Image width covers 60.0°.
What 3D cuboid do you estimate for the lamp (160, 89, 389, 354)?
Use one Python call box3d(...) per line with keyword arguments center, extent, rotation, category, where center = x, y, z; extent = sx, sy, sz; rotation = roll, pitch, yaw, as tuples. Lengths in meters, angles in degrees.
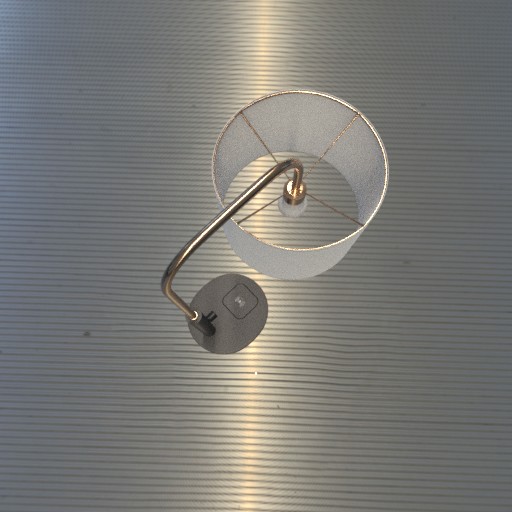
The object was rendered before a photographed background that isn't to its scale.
box3d(center=(0.000, 0.000, 0.696), extent=(0.337, 0.540, 0.199), rotation=(-43, 79, -10), category="lamp")
